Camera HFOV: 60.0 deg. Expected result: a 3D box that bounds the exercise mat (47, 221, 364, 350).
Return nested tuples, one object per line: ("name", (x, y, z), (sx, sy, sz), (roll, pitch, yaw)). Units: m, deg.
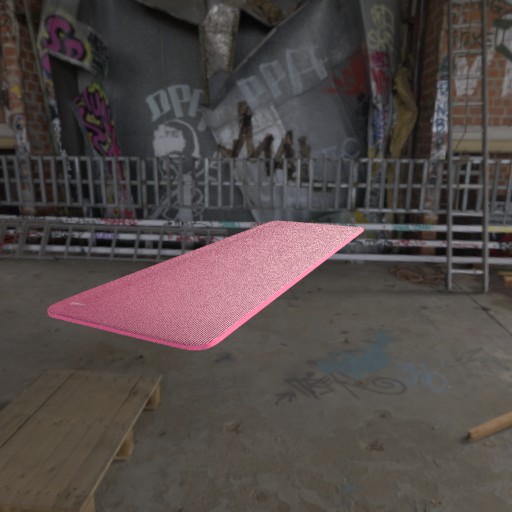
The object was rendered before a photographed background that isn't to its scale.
("exercise mat", (0.000, 0.000, 2.083), (0.616, 0.021, 1.884), (7, 16, 25))
